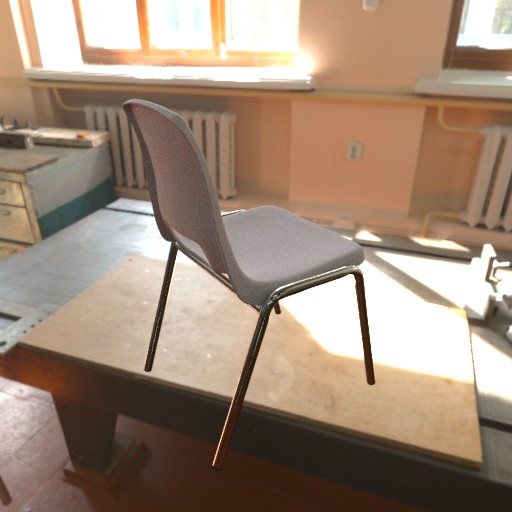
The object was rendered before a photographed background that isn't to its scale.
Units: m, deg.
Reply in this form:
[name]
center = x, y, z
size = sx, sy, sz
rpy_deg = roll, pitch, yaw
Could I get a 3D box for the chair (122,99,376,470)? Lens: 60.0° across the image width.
[chair]
center = 0.000, 0.000, 0.934
size = 0.436, 0.653, 0.381
rpy_deg = -18, 32, -31
